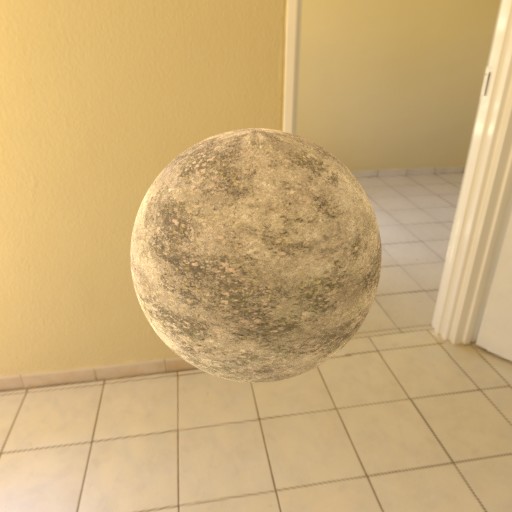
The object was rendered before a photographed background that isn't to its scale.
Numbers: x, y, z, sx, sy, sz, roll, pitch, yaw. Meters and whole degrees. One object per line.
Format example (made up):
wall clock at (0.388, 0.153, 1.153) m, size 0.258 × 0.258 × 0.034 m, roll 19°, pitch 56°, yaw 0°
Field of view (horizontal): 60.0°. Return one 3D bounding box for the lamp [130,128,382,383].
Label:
lamp at (0.000, 0.000, 0.773) m, size 0.422 × 0.429 × 0.422 m, roll 0°, pitch 26°, yaw 0°
